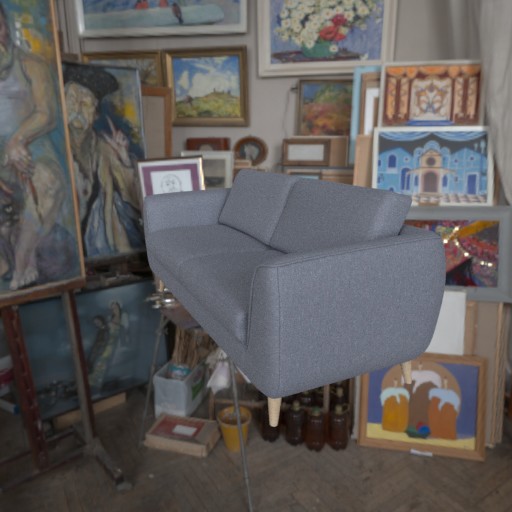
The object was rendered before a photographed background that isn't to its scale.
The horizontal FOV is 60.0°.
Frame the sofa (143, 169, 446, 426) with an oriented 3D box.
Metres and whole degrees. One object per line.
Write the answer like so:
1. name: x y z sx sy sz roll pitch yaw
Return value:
1. sofa: 0.000 0.000 2.567 0.920 0.870 2.000 -7 17 -25
